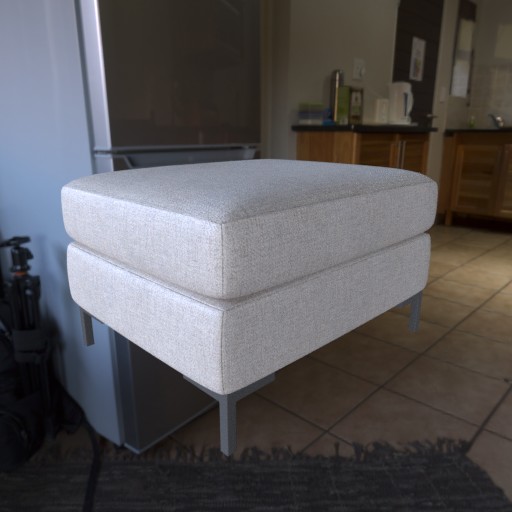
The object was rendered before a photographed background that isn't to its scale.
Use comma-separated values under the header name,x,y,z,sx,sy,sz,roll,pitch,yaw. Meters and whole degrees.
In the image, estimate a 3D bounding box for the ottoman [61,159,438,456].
name,x,y,z,sx,sy,sz,roll,pitch,yaw
ottoman,0.000,0.000,1.228,0.820,0.490,0.671,-16,23,-42
